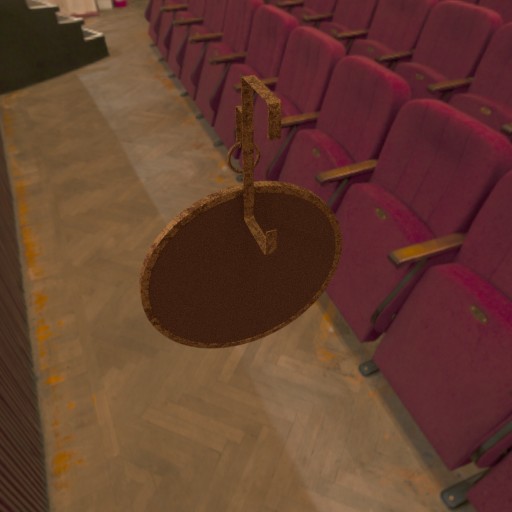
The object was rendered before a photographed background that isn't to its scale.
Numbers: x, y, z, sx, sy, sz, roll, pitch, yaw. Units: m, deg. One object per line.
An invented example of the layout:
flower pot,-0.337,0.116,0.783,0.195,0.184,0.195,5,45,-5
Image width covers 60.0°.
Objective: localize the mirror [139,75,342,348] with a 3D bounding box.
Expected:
mirror,0.000,0.000,0.840,0.447,0.651,0.144,-14,44,-15
